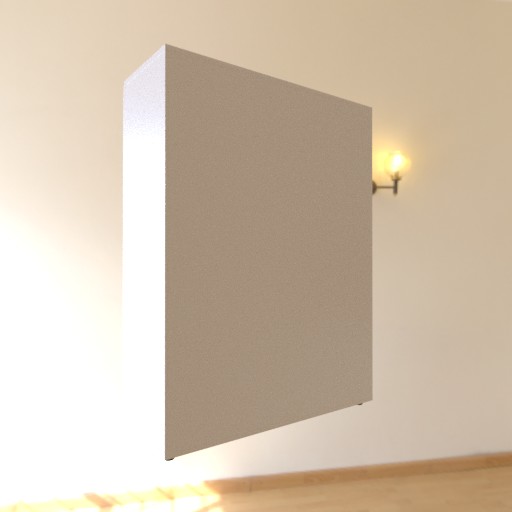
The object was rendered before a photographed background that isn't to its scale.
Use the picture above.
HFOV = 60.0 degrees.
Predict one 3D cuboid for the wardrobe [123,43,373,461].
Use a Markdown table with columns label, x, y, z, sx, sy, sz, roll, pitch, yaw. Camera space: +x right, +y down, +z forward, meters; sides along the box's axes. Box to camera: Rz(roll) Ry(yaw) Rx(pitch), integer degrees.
| label | x | y | z | sx | sy | sz | roll | pitch | yaw |
| --- | --- | --- | --- | --- | --- | --- | --- | --- | --- |
| wardrobe | 0.000 | 0.000 | 1.663 | 0.900 | 1.200 | 0.360 | 0 | 0 | -36 |
